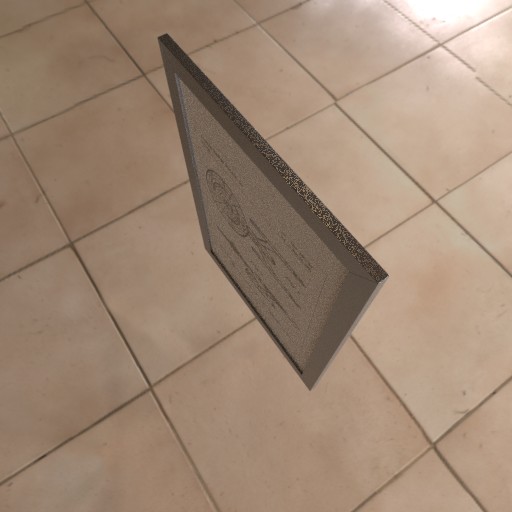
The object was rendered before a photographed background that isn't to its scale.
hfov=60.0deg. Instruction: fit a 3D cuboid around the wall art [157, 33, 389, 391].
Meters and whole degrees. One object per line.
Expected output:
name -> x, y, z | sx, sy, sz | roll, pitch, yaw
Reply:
wall art -> 0.000, 0.000, 0.680 | 0.013, 0.529, 0.376 | -32, 68, -15
